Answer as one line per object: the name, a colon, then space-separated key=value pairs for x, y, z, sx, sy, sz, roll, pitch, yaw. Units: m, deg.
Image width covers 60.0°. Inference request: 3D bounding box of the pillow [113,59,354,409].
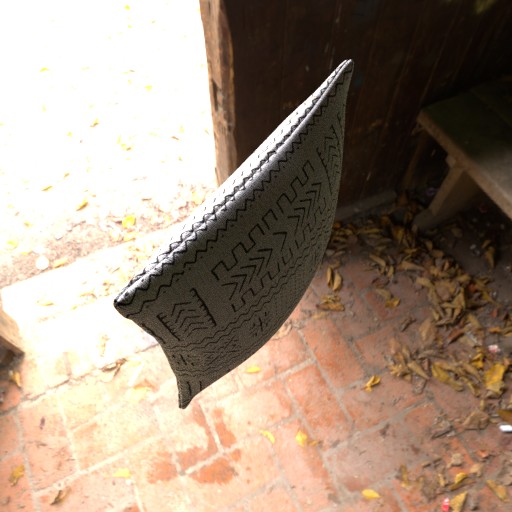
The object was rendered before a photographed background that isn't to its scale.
pillow: x=0.000 y=0.000 z=0.663 sx=0.164 sy=0.430 sz=0.438 roll=31 pitch=64 yaw=17
